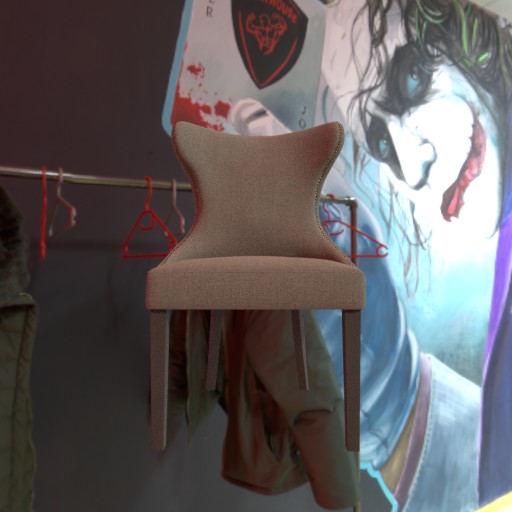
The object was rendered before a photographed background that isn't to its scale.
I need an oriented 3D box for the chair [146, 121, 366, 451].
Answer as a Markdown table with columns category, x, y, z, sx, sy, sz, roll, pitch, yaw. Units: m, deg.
| category | x | y | z | sx | sy | sz | roll | pitch | yaw |
| --- | --- | --- | --- | --- | --- | --- | --- | --- | --- |
| chair | 0.000 | 0.000 | 1.401 | 0.628 | 0.967 | 0.635 | 0 | -1 | 1 |
